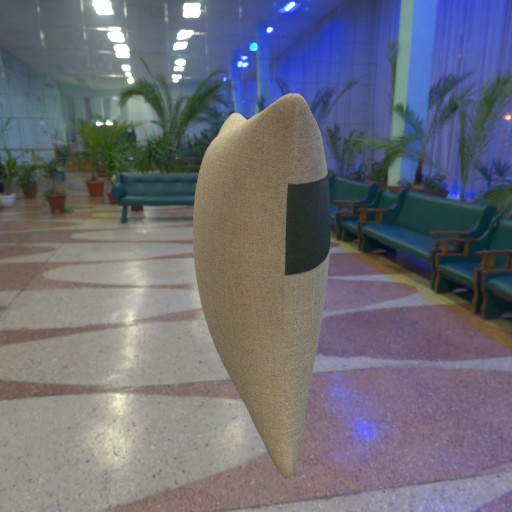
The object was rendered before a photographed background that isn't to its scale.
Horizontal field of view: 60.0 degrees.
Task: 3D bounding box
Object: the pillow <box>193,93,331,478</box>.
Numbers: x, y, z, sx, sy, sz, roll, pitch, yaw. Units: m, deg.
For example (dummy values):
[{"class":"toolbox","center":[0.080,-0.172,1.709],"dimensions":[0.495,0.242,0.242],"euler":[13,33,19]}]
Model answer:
[{"class":"pillow","center":[0.000,0.000,0.622],"dimensions":[0.173,0.399,0.414],"euler":[-3,16,-9]}]
